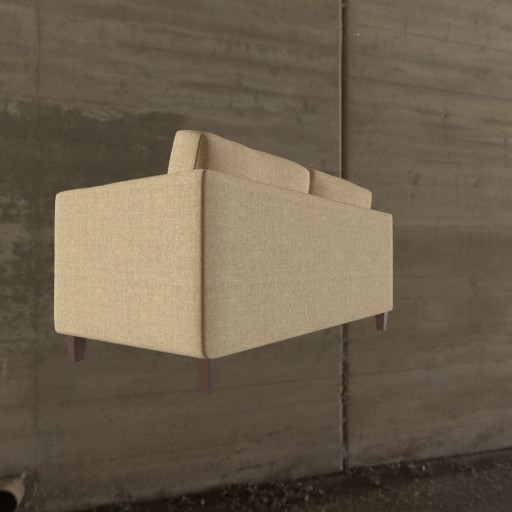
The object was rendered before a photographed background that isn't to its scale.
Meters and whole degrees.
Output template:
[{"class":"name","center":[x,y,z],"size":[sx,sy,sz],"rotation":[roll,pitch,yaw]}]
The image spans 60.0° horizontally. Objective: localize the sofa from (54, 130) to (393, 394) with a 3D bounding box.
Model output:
[{"class":"sofa","center":[0.000,0.000,2.478],"size":[0.950,0.963,1.884],"rotation":[0,-1,36]}]
